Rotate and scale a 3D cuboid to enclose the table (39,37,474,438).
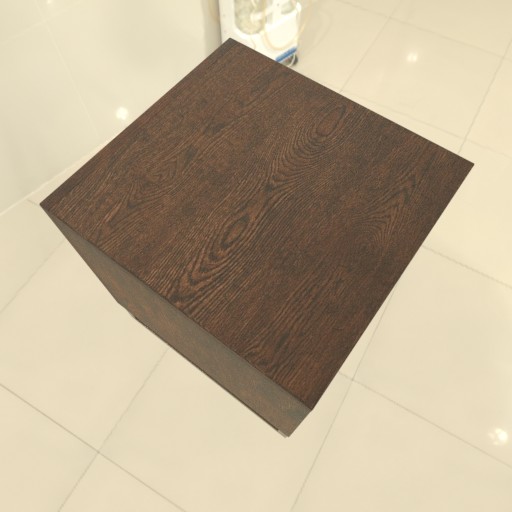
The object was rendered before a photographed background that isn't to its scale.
[{"bbox_3d":[0.000,0.000,1.009,0.566,0.582,0.506,34,68,15],"label":"table"}]
